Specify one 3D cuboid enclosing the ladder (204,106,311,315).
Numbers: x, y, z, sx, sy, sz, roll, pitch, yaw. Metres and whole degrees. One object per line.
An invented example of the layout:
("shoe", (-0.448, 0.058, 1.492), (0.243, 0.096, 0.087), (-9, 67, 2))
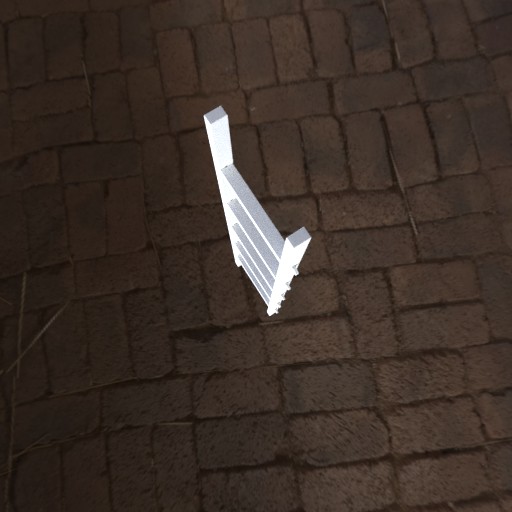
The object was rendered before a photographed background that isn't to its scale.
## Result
("ladder", (0.000, 0.000, 1.939), (0.051, 1.797, 0.452), (-32, 79, -7))
